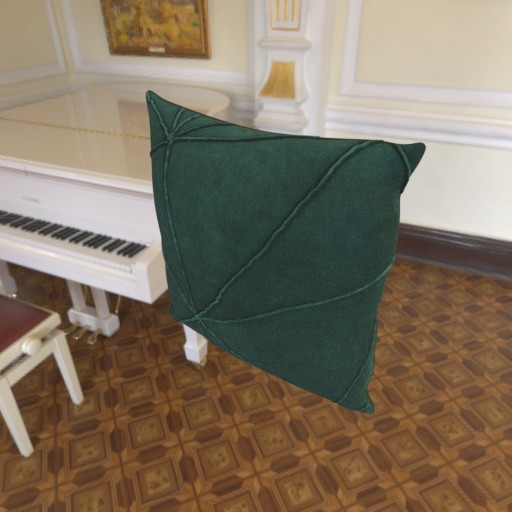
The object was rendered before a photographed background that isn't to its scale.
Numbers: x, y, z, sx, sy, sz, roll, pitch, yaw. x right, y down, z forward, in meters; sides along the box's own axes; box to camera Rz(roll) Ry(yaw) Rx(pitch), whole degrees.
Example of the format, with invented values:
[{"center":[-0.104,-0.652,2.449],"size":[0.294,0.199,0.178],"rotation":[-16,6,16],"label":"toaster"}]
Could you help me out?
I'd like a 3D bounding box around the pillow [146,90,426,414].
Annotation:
[{"center":[0.000,0.000,0.681],"size":[0.439,0.440,0.184],"rotation":[21,37,30],"label":"pillow"}]
